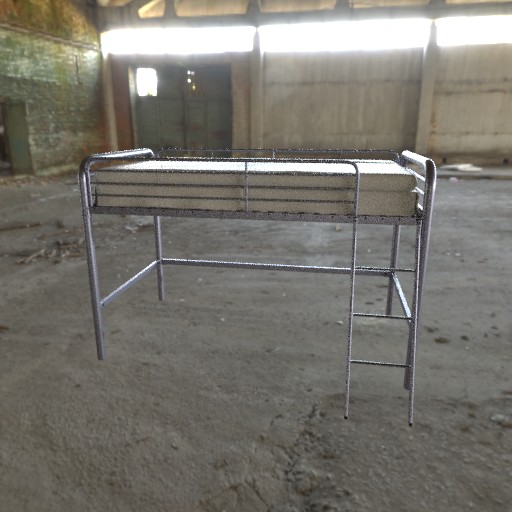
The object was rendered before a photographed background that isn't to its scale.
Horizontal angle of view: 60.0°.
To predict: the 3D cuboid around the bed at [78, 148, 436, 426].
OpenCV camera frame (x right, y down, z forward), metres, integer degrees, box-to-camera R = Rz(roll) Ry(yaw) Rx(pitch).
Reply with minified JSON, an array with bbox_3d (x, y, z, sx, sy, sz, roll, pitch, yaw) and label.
[{"bbox_3d":[0.000,0.000,2.874,1.965,1.288,1.415,3,17,10],"label":"bed"}]
